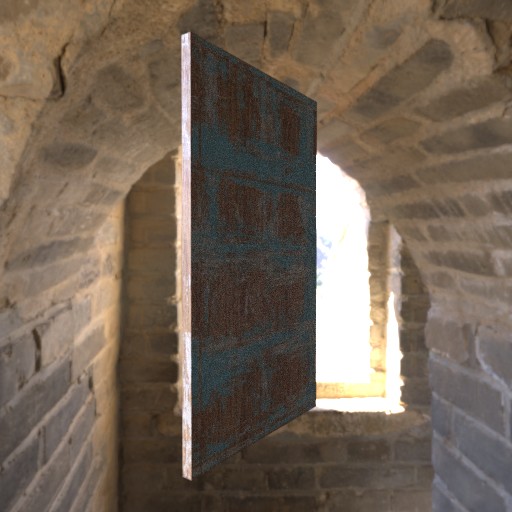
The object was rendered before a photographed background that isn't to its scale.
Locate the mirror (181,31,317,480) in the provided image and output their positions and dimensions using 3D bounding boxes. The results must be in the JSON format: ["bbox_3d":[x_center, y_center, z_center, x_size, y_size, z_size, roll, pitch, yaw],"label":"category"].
[{"bbox_3d":[0.000,0.000,1.507,0.083,1.213,0.707,1,1,36],"label":"mirror"}]
